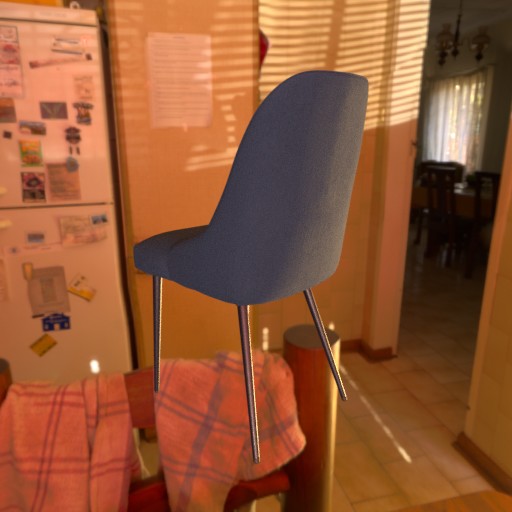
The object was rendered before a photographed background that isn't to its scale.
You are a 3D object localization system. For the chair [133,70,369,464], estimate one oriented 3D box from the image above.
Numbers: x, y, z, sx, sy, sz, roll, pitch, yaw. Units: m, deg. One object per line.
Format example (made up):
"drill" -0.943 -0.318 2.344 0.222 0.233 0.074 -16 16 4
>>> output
"chair" 0.000 0.000 1.230 0.478 0.896 0.559 -15 21 -43
